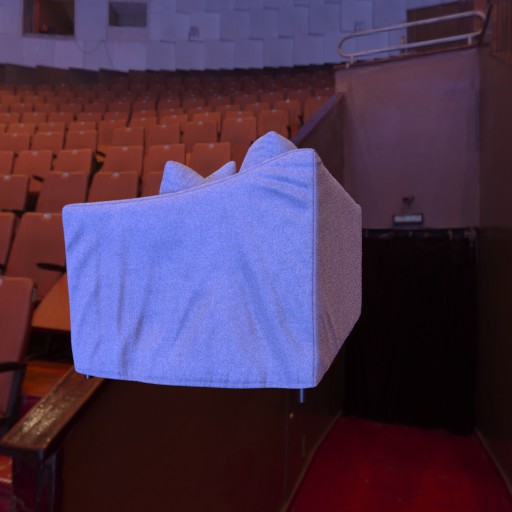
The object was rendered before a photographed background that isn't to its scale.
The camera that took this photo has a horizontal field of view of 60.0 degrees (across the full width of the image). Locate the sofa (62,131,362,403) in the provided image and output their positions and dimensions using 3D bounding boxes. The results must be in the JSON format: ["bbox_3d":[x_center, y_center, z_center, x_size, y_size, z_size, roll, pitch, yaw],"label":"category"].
[{"bbox_3d":[0.000,0.000,2.569,1.072,1.018,2.010,0,1,18],"label":"sofa"}]
